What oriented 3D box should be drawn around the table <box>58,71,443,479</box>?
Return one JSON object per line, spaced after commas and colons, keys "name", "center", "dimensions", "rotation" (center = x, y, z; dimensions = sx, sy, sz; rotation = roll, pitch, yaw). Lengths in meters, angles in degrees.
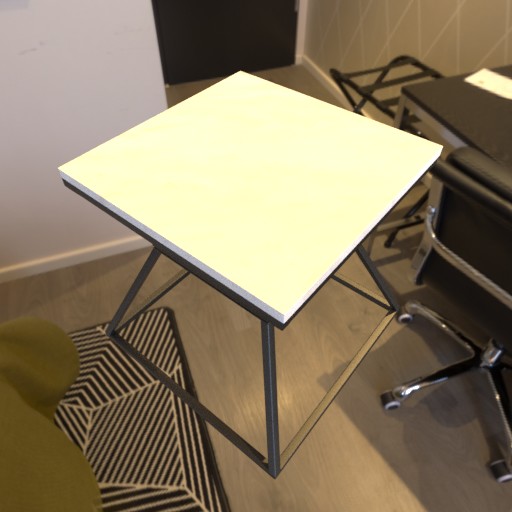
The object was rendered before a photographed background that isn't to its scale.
{"name": "table", "center": [0.000, 0.000, 0.813], "dimensions": [0.455, 0.431, 0.455], "rotation": [31, 54, 26]}
